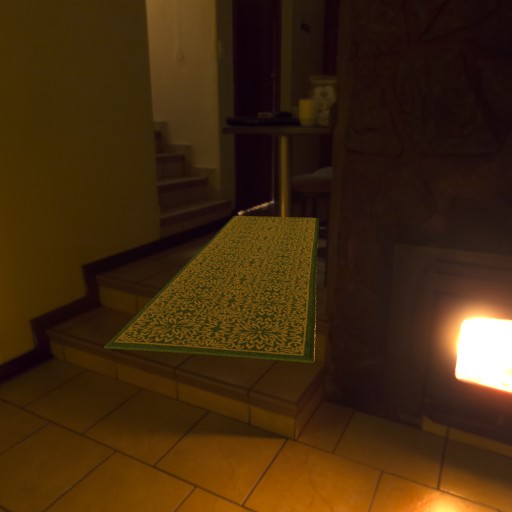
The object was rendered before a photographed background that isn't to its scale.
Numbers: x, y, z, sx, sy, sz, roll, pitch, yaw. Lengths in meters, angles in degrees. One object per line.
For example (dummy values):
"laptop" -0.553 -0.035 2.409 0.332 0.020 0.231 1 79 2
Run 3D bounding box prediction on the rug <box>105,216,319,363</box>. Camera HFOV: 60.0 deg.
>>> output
"rug" 0.000 0.000 2.406 0.662 0.011 2.196 2 16 8
